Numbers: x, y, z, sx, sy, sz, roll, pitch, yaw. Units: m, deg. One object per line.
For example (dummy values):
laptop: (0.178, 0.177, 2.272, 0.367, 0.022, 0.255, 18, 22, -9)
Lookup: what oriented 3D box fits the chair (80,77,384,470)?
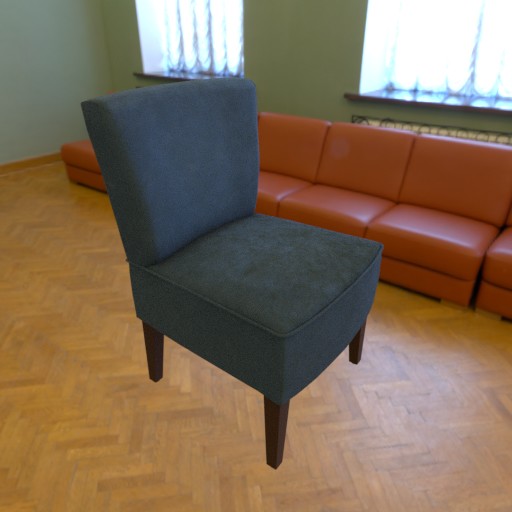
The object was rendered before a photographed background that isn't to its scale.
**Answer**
chair: (0.000, 0.000, 1.143, 0.551, 0.806, 0.521, 19, 33, 31)
